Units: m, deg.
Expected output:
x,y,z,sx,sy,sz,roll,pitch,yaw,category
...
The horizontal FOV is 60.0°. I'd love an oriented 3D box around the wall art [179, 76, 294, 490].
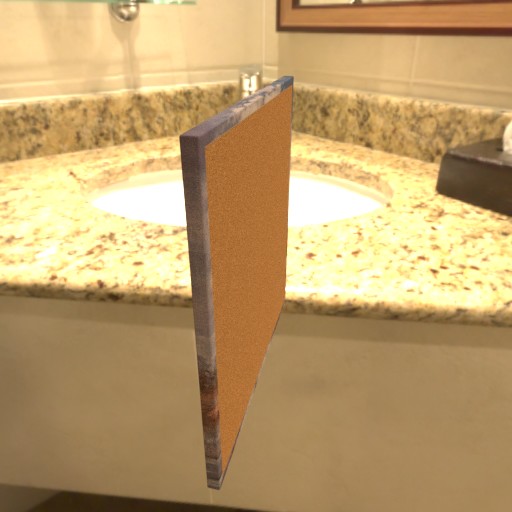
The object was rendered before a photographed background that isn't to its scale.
x,y,z,sx,sy,sz,roll,pitch,yaw,category
0.000,0.000,1.304,0.035,0.897,0.888,7,29,12,wall art
